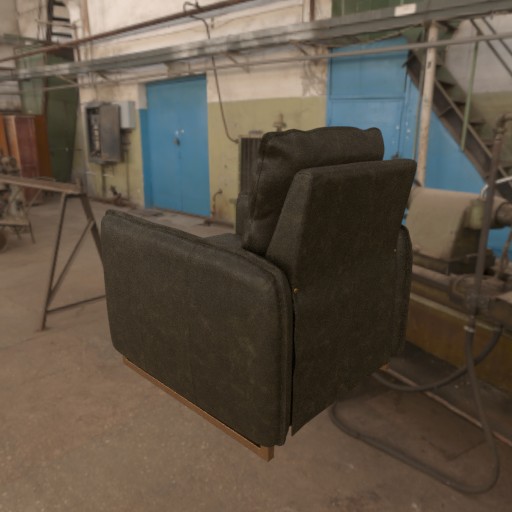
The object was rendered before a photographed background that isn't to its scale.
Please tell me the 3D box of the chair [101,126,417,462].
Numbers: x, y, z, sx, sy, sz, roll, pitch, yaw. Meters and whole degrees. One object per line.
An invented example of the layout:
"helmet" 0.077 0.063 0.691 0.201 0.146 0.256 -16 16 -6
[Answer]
"chair" 0.000 0.000 1.641 0.921 0.921 0.830 15 22 42
